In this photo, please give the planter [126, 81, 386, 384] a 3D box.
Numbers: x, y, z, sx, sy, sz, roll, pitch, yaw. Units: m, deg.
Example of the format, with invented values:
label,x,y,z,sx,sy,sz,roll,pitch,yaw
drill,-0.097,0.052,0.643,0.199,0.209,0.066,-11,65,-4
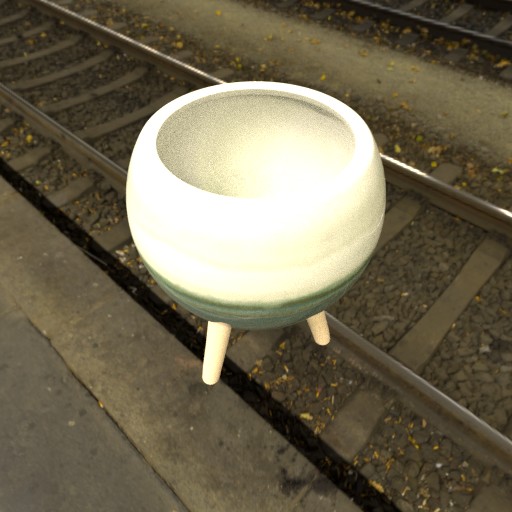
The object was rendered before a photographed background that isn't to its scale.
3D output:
label,x,y,z,sx,sy,sz,roll,pitch,yaw
planter,0.000,0.000,0.446,0.222,0.278,0.222,0,47,0
